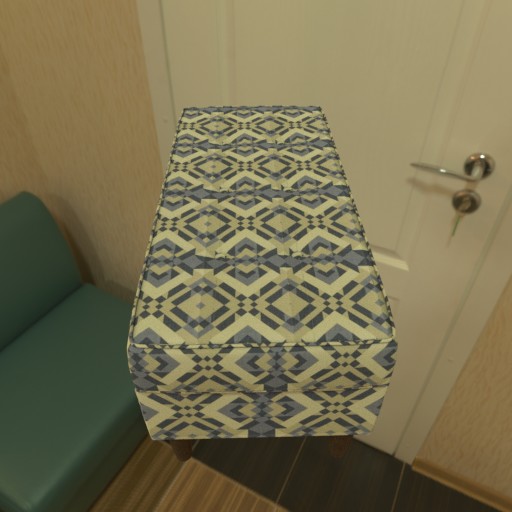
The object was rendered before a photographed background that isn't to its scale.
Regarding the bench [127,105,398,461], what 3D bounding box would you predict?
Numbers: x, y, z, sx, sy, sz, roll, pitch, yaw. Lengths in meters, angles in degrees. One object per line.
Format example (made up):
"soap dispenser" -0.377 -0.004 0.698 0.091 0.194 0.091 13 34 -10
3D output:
"bench" 0.000 0.000 1.271 0.492 0.477 1.016 -1 41 -1
